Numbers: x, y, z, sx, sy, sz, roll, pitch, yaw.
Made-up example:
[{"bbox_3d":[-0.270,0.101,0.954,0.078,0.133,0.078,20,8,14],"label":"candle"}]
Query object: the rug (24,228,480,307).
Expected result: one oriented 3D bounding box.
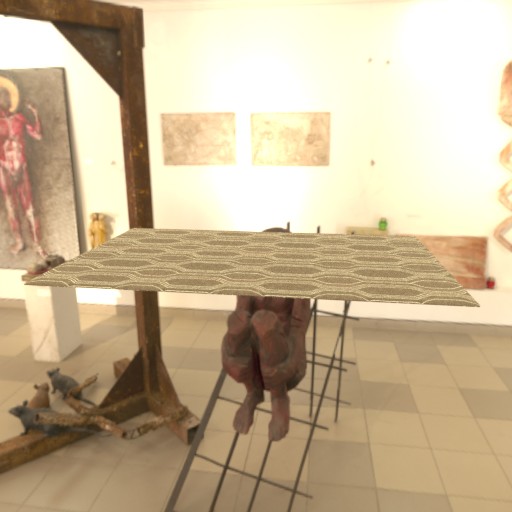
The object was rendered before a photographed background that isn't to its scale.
[{"bbox_3d":[0.000,0.000,3.087,2.457,0.012,1.541,2,16,8],"label":"rug"}]
